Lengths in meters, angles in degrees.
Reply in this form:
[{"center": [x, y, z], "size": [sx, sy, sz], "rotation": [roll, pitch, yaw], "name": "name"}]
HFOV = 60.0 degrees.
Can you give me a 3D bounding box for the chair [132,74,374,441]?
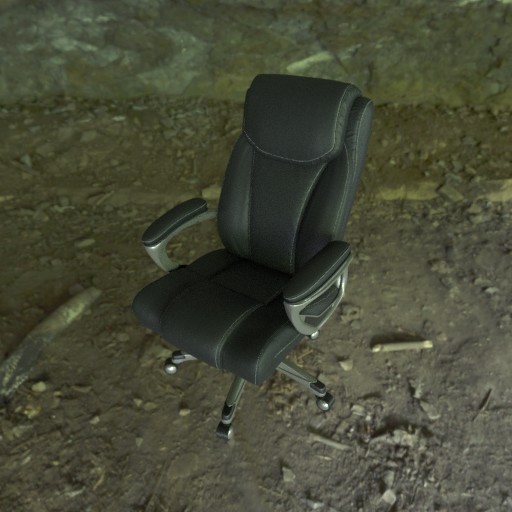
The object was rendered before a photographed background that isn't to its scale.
[{"center": [0.000, 0.000, 1.641], "size": [0.741, 1.167, 0.784], "rotation": [20, 36, 29], "name": "chair"}]
